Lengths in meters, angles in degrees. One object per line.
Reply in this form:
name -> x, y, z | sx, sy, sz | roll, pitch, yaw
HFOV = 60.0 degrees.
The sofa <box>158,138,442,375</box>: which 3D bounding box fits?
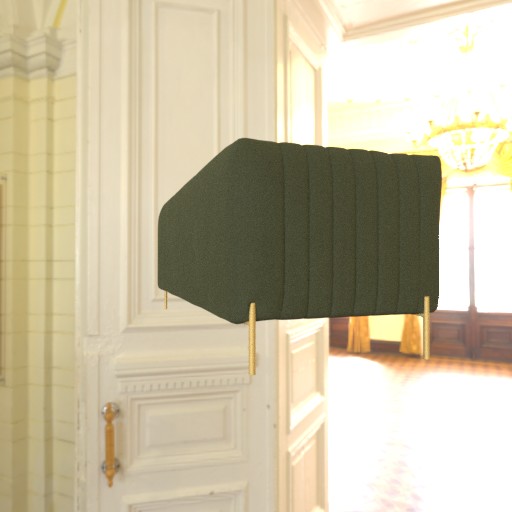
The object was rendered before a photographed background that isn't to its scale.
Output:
sofa -> 0.000, 0.000, 2.549 | 0.896, 0.793, 2.137 | 0, -1, -19
